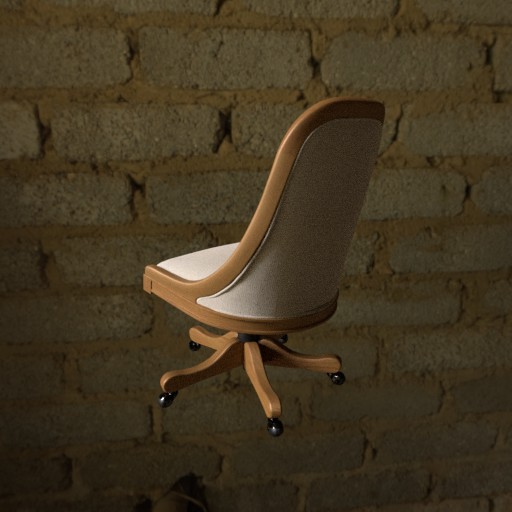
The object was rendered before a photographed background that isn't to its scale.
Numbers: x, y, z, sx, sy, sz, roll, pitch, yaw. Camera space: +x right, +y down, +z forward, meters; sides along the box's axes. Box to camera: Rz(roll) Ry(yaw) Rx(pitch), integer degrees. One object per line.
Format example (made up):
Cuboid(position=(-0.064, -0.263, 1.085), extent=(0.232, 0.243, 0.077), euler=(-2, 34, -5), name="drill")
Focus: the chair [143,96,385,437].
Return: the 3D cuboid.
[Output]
Cuboid(position=(0.000, 0.000, 1.552), extent=(0.811, 1.009, 0.702), euler=(15, 22, 43), name="chair")
